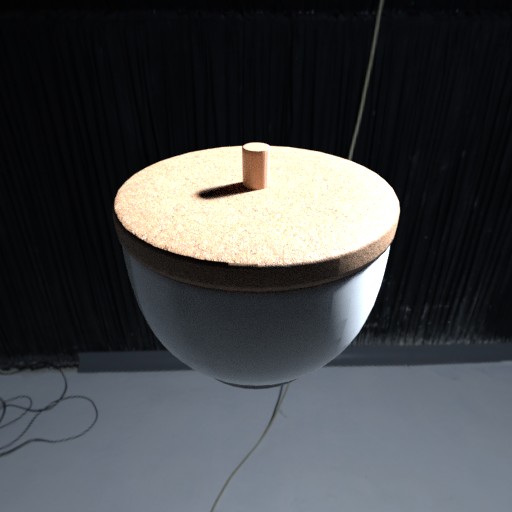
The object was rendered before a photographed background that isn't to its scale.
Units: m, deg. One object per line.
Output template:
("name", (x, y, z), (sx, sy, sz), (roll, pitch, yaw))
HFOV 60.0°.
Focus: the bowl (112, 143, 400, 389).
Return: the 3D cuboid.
("bowl", (0.000, 0.000, 0.219), (0.126, 0.110, 0.126), (0, 32, 0))
